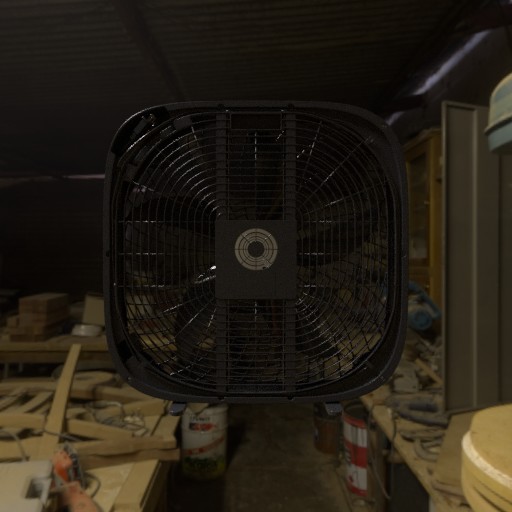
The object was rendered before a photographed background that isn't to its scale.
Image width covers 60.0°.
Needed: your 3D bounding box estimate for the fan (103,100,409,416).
[{"bbox_3d":[0.000,0.000,0.802,0.526,0.533,0.142,0,1,0],"label":"fan"}]
